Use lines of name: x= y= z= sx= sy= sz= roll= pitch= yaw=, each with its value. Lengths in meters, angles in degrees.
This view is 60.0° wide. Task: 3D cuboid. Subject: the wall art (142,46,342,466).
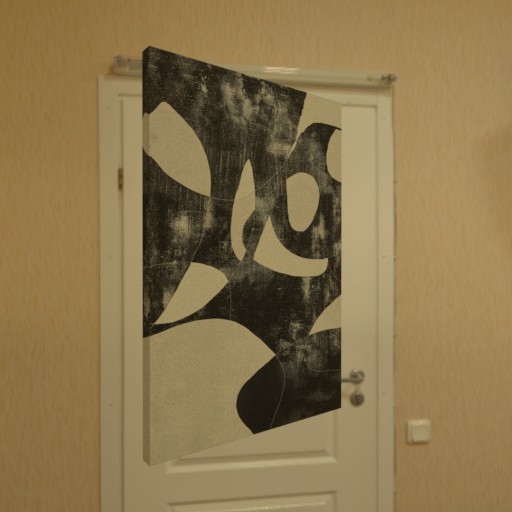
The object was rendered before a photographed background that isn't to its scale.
wall art: x=0.000 y=0.000 z=1.161 sx=0.610 sy=0.915 sz=0.041 roll=0 pitch=0 yaw=-37
